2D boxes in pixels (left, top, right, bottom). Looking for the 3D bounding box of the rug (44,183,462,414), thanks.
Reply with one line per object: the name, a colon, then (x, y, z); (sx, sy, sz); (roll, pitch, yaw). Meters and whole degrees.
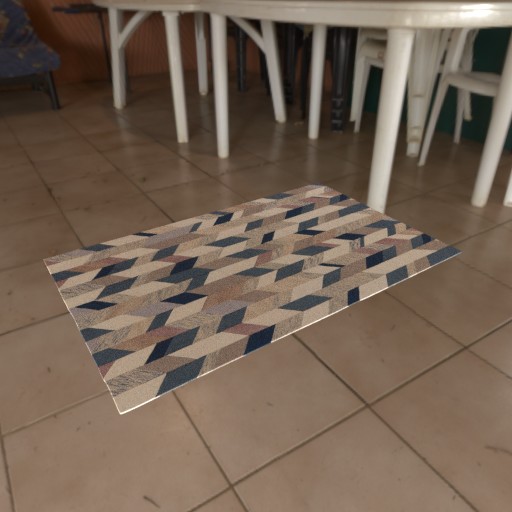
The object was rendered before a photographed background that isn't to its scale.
rug: (0.000, 0.000, 3.015); (2.423, 0.008, 1.513); (-19, 37, -28)
